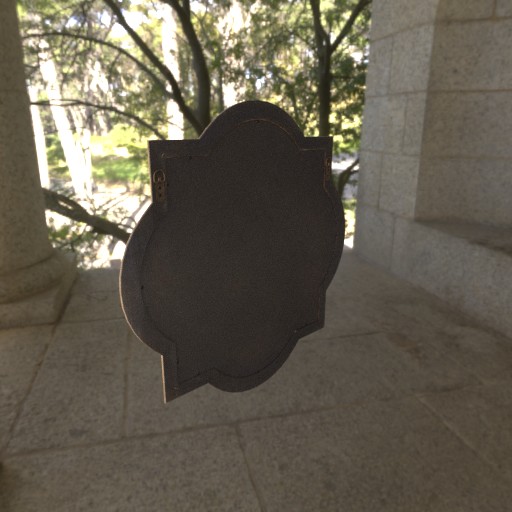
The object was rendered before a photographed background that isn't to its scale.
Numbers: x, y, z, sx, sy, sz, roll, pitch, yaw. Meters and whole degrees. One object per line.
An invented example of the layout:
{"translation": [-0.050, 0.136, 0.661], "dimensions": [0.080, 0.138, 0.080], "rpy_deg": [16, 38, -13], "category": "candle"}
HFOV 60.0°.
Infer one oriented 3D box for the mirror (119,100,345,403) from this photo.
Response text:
{"translation": [0.000, 0.000, 1.060], "dimensions": [0.686, 0.686, 0.019], "rpy_deg": [-15, 22, -41], "category": "mirror"}
